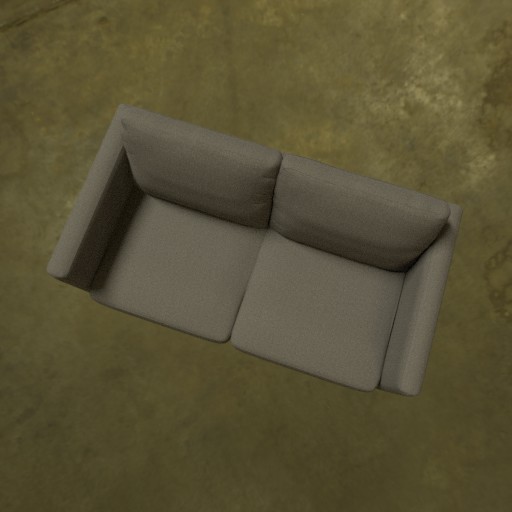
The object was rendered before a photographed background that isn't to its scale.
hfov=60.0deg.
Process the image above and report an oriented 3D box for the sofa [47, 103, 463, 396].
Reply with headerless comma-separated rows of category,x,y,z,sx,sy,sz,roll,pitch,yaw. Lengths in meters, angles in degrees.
sofa,0.000,0.000,2.219,1.713,0.866,0.940,18,77,4
